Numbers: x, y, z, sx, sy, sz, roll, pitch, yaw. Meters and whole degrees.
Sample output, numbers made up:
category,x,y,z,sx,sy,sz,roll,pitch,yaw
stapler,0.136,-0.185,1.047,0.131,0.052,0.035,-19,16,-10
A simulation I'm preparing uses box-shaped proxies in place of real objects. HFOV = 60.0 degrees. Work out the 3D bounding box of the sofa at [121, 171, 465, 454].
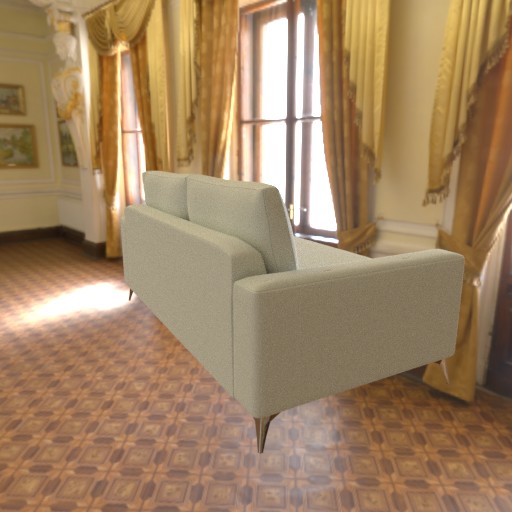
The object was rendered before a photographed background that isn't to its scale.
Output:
category,x,y,z,sx,sy,sz,roll,pitch,yaw
sofa,0.000,0.000,2.138,0.920,0.790,1.650,-7,15,-28
